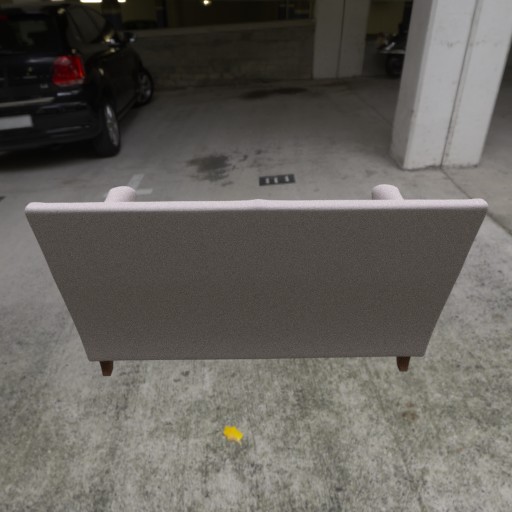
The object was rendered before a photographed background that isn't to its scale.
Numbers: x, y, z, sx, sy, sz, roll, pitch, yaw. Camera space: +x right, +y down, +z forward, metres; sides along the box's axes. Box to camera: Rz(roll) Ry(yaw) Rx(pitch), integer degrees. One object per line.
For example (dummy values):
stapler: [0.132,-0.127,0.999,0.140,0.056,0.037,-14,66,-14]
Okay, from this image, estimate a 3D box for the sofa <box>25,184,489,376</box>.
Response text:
sofa: [0.000,0.000,1.999,1.482,0.890,0.888,-1,30,-1]
